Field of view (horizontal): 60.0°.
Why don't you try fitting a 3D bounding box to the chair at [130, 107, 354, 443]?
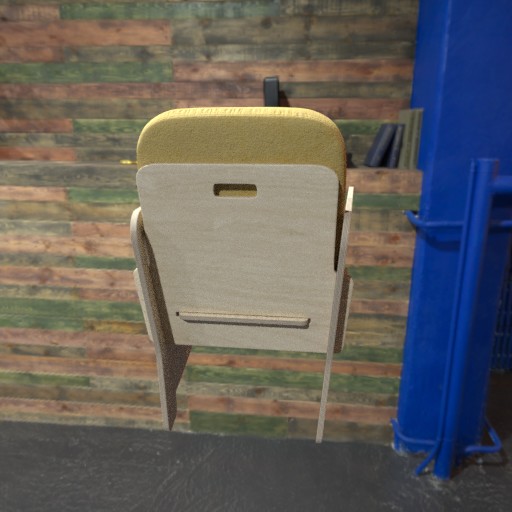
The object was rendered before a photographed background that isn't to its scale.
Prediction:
[{"bbox_3d":[0.000,0.000,1.308,0.590,0.800,0.710,2,16,7],"label":"chair"}]
